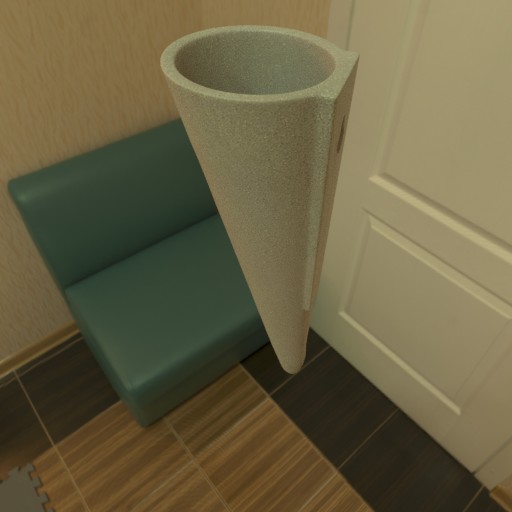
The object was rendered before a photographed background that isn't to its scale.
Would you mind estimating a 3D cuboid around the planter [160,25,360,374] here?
[{"bbox_3d":[0.000,0.000,0.216,0.064,0.191,0.057,15,49,14],"label":"planter"}]
